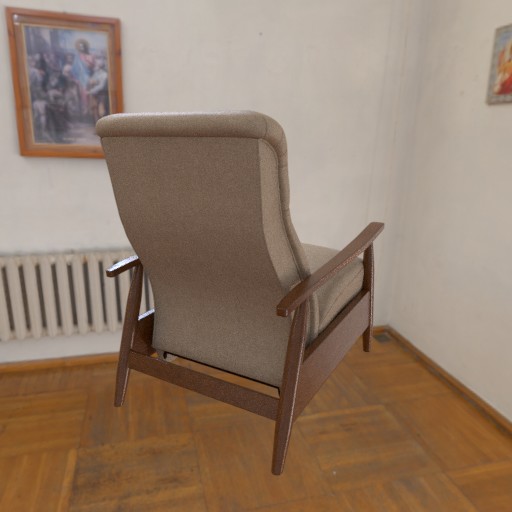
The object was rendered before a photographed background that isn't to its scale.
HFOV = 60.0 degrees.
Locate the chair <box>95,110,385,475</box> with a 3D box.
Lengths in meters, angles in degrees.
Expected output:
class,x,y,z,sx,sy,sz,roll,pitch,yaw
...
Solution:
class,x,y,z,sx,sy,sz,roll,pitch,yaw
chair,0.000,0.000,1.802,0.762,1.082,1.030,9,18,29
